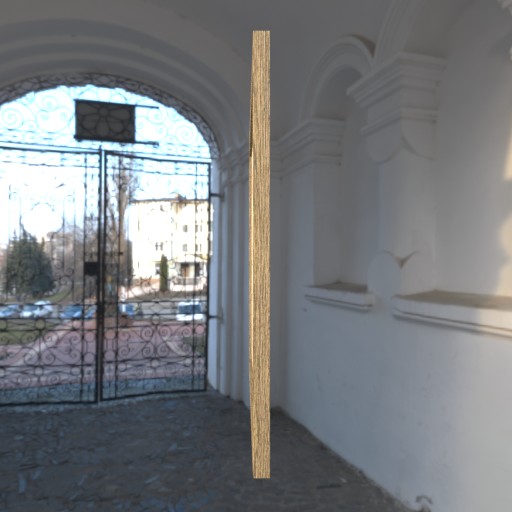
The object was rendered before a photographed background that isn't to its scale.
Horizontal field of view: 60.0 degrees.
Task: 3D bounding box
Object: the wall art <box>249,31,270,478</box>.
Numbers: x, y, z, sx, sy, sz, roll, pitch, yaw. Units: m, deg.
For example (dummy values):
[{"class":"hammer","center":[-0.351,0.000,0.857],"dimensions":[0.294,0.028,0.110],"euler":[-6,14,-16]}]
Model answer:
[{"class":"wall art","center":[0.000,0.000,0.757],"dimensions":[0.019,0.508,0.508],"euler":[0,-1,-1]}]
